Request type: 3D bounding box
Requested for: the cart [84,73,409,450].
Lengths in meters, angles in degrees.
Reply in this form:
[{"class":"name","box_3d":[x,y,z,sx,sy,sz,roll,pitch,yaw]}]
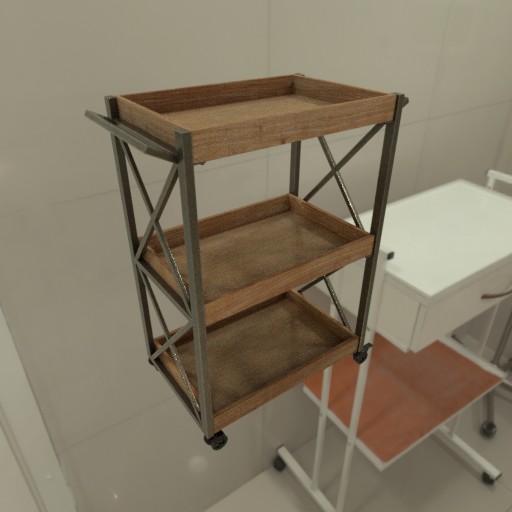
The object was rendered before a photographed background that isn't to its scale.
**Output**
[{"class":"cart","box_3d":[0.000,0.000,1.201,0.673,0.835,0.377,-20,36,-30]}]
